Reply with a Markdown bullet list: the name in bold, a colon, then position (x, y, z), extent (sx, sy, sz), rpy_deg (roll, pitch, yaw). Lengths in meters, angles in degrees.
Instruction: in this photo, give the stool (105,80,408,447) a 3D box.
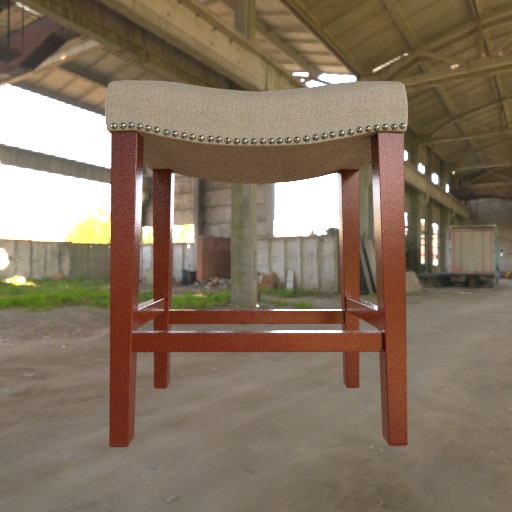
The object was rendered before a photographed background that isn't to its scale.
- **stool**: position (0.000, 0.000, 0.914), extent (0.509, 0.632, 0.375), rpy_deg (0, 0, 0)
